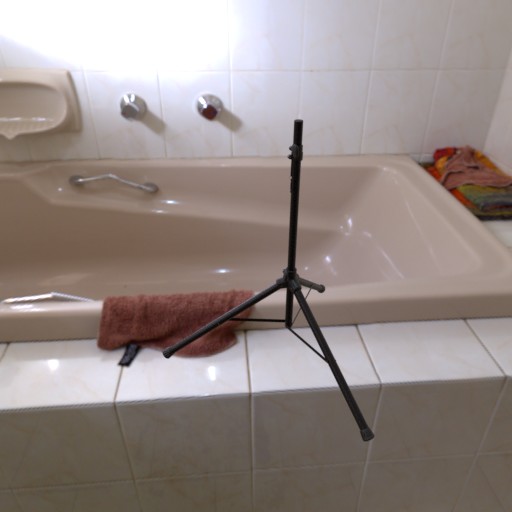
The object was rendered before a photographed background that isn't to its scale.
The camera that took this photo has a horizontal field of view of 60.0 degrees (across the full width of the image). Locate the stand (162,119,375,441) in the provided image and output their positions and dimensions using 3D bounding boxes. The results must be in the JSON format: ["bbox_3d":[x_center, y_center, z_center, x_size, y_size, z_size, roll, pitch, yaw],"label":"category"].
[{"bbox_3d":[0.000,0.000,1.886,0.907,1.136,1.045,-1,32,-2],"label":"stand"}]
